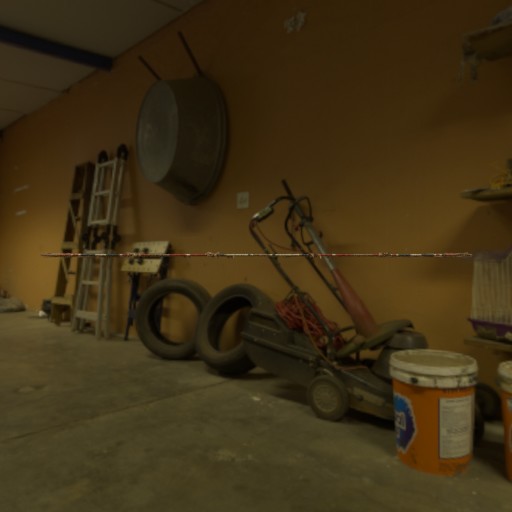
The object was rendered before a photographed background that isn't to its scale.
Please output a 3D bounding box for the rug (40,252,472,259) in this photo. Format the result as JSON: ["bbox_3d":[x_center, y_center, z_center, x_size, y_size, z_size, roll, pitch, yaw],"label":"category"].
[{"bbox_3d":[0.000,0.000,3.207,2.450,0.048,1.778,0,0,0],"label":"rug"}]
